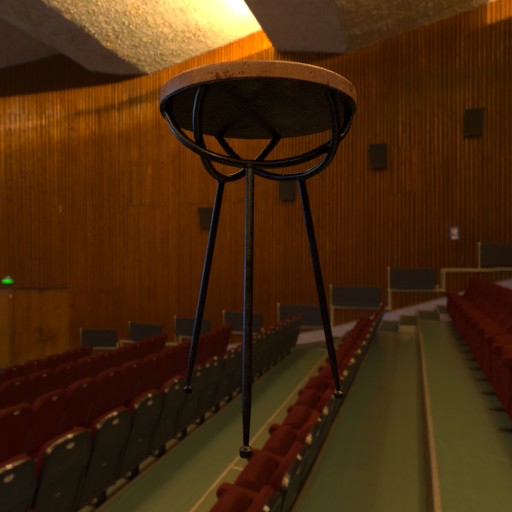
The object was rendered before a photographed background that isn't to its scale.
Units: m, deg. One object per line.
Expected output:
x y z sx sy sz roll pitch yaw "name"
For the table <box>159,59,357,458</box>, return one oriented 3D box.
0.000 0.000 0.943 0.414 0.664 0.418 0 1 19 "table"
